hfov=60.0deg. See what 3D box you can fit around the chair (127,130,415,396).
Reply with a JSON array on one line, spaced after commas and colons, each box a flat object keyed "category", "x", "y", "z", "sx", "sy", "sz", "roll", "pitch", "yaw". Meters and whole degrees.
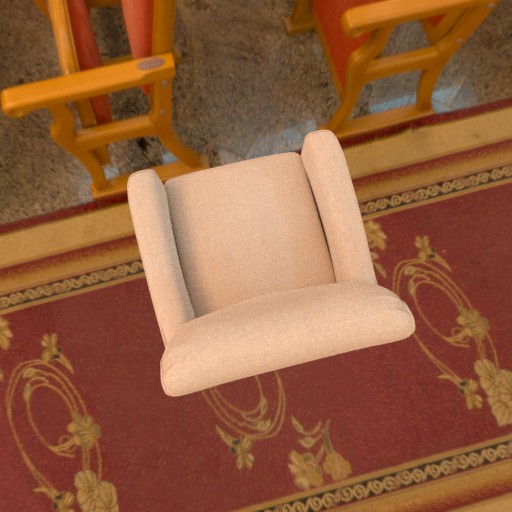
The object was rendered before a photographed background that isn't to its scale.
[{"category": "chair", "x": 0.000, "y": 0.000, "z": 1.698, "sx": 0.841, "sy": 1.023, "sz": 0.858, "roll": -14, "pitch": 76, "yaw": -3}]
